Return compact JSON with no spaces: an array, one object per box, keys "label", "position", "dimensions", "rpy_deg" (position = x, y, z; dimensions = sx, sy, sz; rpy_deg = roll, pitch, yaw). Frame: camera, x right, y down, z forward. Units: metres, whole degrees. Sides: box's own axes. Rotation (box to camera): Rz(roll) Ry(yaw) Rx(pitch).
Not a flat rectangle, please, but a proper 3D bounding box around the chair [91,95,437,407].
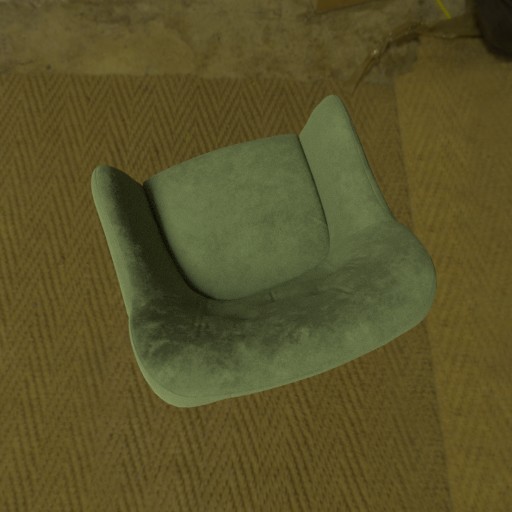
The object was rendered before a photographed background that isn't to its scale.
[{"label":"chair","position":[0.000,0.000,1.474],"dimensions":[0.840,0.804,0.819],"rpy_deg":[-19,75,-5]}]
